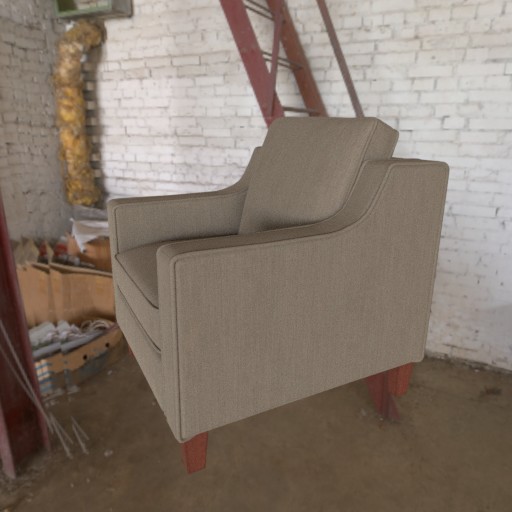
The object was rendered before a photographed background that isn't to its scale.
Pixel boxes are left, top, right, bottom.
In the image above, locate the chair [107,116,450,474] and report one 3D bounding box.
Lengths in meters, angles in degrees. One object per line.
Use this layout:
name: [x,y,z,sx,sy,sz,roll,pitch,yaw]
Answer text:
chair: [0.000,0.000,1.597,0.909,0.960,0.831,-9,19,-26]
